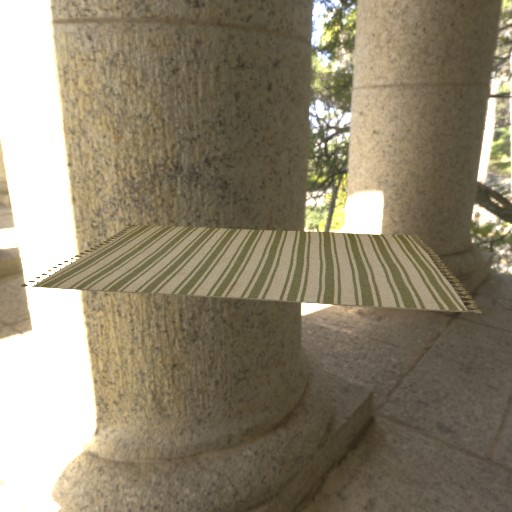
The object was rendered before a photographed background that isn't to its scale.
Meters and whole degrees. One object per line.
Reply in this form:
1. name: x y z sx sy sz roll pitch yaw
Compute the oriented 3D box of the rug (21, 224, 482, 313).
1. rug: 0.000 0.000 2.300 1.875 0.013 1.162 3 17 8
